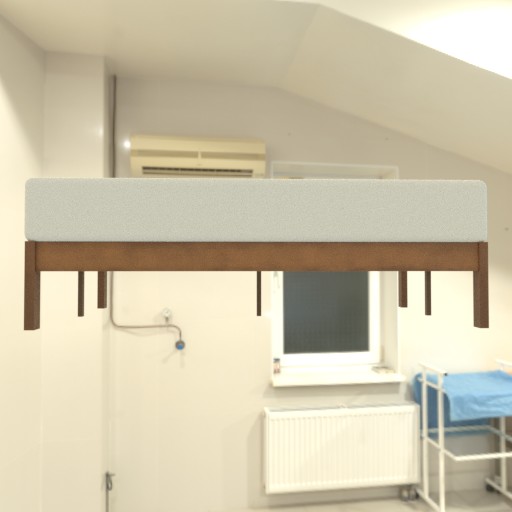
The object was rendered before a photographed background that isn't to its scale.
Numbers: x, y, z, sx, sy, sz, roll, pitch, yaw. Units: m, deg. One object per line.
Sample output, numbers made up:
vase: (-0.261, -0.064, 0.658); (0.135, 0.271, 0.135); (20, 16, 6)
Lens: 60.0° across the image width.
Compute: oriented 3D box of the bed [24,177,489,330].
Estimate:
bed: (0.000, 0.000, 2.284); (1.902, 0.616, 0.961); (0, -1, -2)
